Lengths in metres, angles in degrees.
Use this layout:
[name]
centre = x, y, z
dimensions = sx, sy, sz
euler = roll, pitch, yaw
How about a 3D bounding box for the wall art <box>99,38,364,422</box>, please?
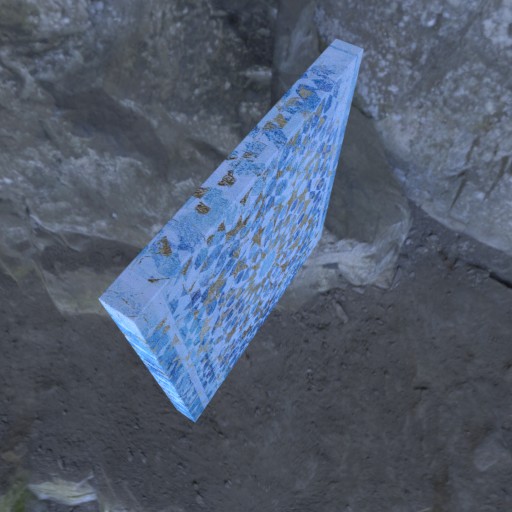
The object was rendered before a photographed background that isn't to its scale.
[wall art]
centre = 0.000, 0.000, 0.607
dimensions = 0.037, 0.405, 0.405
euler = 29, 63, 16
